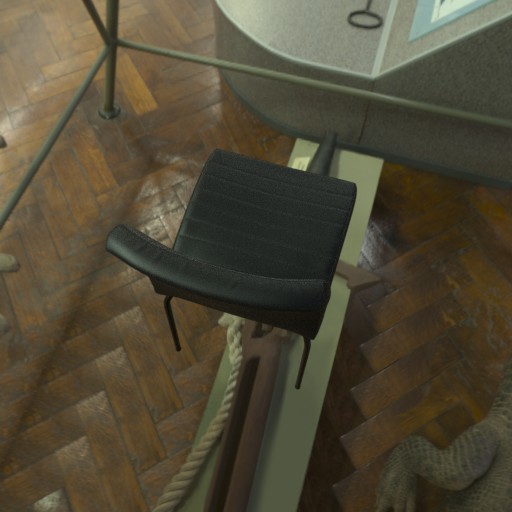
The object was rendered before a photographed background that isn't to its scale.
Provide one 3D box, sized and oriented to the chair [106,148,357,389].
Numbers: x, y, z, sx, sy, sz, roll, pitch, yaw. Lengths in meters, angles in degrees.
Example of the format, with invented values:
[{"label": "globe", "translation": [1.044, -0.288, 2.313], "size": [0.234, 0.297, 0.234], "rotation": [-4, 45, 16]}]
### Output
[{"label": "chair", "translation": [0.000, 0.000, 1.185], "size": [0.450, 0.872, 0.572], "rotation": [16, 65, 7]}]
